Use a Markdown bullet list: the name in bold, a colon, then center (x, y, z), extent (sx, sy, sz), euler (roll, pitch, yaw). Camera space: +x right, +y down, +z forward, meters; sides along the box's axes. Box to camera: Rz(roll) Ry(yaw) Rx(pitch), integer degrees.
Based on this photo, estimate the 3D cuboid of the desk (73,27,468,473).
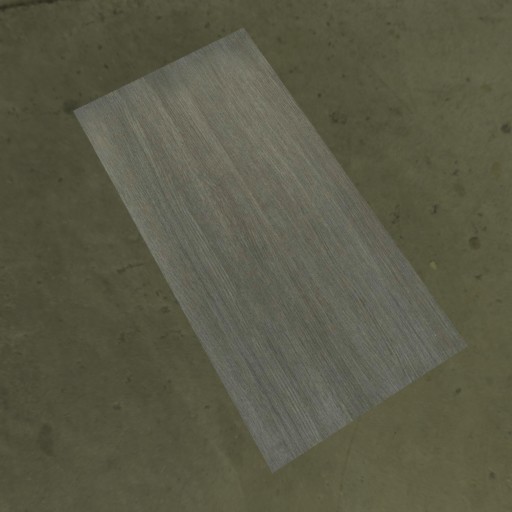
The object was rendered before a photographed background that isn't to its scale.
- **desk**: center (0.000, 0.000, 1.524), extent (0.560, 0.730, 1.096), euler (-30, 77, -8)
